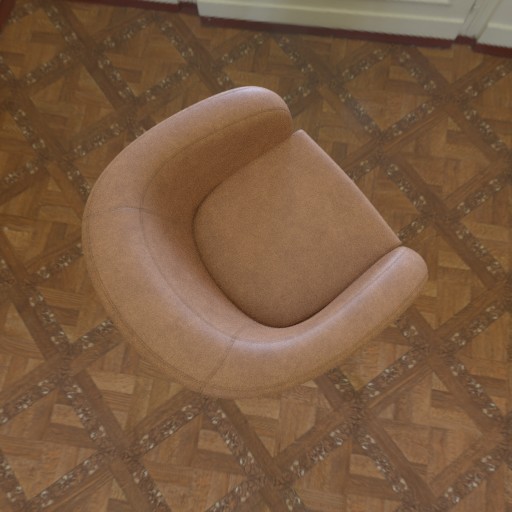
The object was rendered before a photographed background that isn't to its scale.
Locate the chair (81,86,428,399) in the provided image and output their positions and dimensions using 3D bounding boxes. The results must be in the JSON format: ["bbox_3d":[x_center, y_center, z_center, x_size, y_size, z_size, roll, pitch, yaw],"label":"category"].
[{"bbox_3d":[0.000,0.000,1.407,0.815,0.771,0.791,-36,78,-9],"label":"chair"}]
